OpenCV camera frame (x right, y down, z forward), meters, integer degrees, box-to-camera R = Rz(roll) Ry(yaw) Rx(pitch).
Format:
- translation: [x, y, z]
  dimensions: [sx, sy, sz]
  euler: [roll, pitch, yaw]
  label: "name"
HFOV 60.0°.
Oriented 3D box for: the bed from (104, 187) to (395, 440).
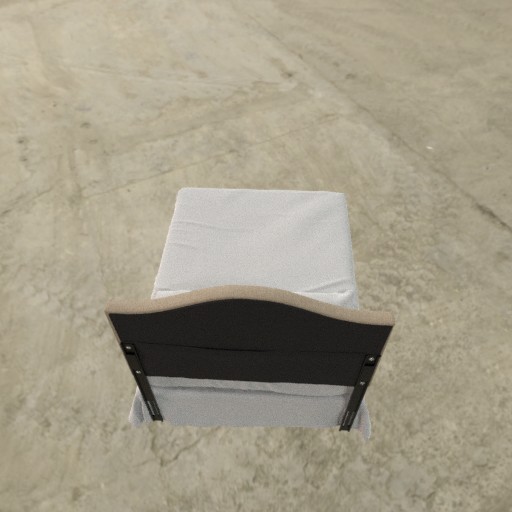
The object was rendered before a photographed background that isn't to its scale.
- translation: [0.000, 0.000, 3.541]
  dimensions: [1.876, 1.645, 2.221]
  euler: [2, 48, 2]
  label: "bed"
